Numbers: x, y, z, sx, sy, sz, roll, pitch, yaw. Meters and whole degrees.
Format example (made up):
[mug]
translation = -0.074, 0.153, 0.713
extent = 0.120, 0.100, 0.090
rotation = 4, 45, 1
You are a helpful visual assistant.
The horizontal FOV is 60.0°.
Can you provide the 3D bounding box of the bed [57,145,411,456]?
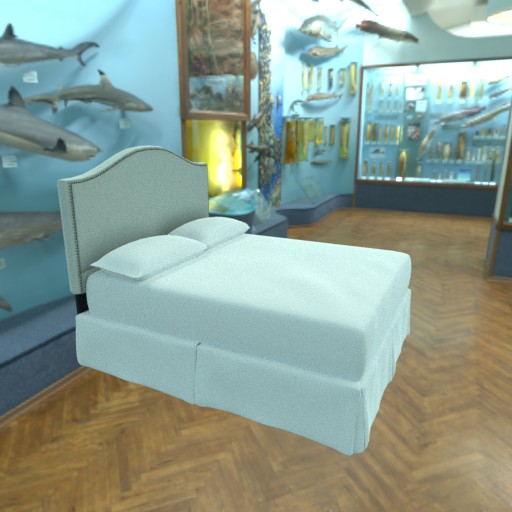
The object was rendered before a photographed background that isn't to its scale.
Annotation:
[bed]
translation = 0.000, 0.000, 3.399
extent = 2.180, 1.607, 1.813
rotation = 8, 18, 25
